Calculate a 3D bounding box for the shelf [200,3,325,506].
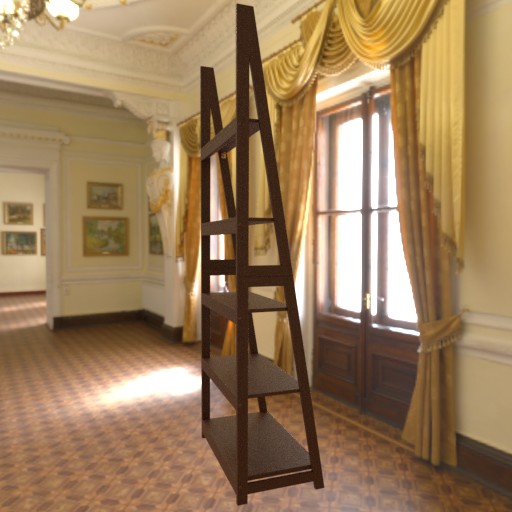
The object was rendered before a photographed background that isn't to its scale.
[{"bbox_3d":[0.000,0.000,1.898,0.350,1.770,0.600,-1,2,-19],"label":"shelf"}]
